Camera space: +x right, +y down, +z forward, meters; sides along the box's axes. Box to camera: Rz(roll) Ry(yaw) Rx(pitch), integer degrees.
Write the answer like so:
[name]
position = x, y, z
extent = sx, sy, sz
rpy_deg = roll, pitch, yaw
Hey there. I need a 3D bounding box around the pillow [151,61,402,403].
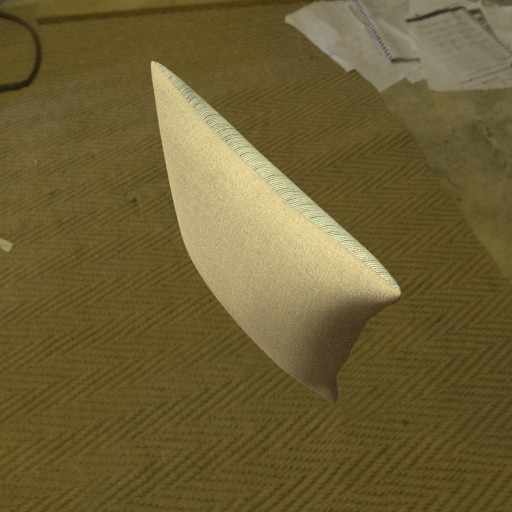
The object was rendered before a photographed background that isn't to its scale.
[pillow]
position = 0.000, 0.000, 0.787
extent = 0.178, 0.506, 0.512
rpy_deg = -34, 65, -19
